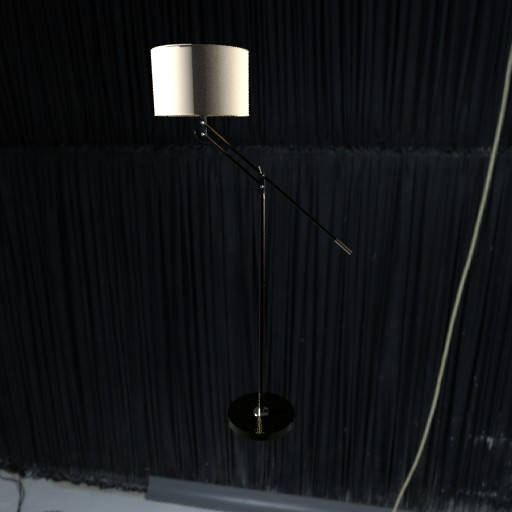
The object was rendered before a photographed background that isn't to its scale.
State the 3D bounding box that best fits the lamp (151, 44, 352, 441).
[{"bbox_3d":[0.000,0.000,1.912,0.809,1.635,0.373,3,17,10],"label":"lamp"}]
